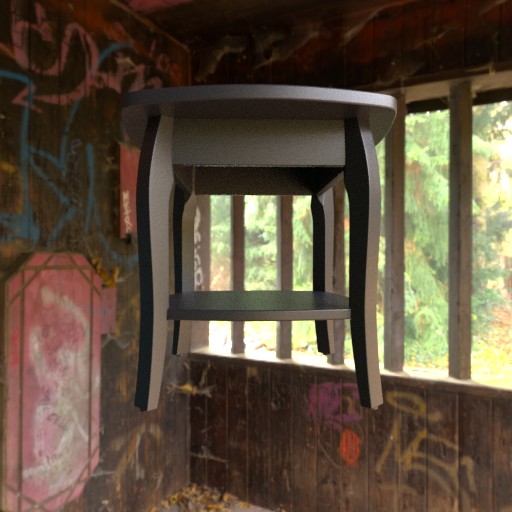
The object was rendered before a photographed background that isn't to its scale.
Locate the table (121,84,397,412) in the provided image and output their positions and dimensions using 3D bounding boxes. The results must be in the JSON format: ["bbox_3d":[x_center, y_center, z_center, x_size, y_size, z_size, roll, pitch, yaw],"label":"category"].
[{"bbox_3d":[0.000,0.000,0.842,0.457,0.457,0.508,0,0,-2],"label":"table"}]
